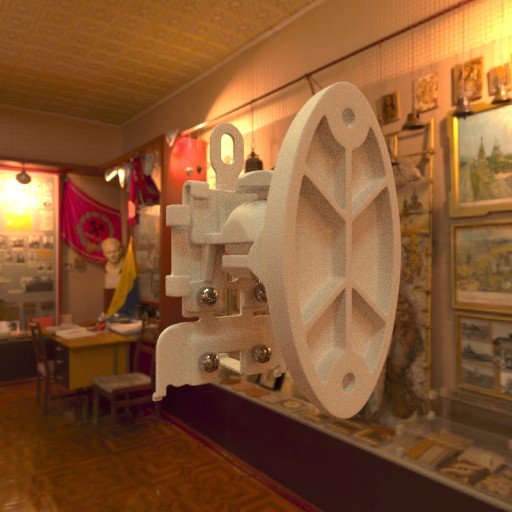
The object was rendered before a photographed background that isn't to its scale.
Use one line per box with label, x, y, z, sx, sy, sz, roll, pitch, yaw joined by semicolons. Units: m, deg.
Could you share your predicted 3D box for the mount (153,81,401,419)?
mount;0.000;0.000;0.178;0.066;0.118;0.100;0;0;-35
